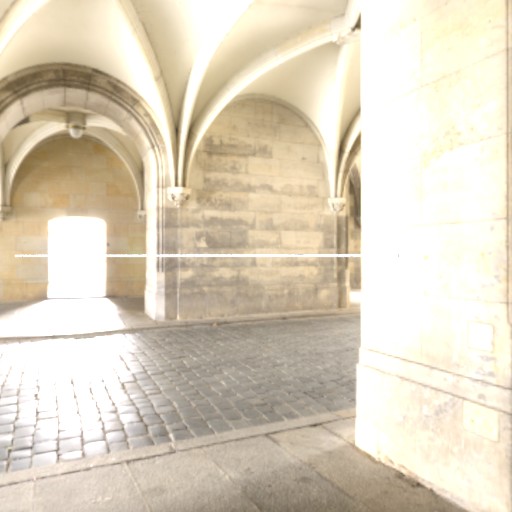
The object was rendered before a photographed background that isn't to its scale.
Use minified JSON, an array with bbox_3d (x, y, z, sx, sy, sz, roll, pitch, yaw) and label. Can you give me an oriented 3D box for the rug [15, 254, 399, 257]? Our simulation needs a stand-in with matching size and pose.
[{"bbox_3d":[0.000,0.000,4.068,2.457,0.015,3.049,0,0,17],"label":"rug"}]
